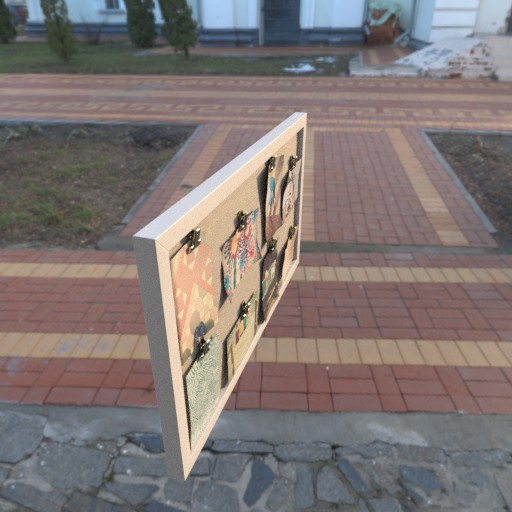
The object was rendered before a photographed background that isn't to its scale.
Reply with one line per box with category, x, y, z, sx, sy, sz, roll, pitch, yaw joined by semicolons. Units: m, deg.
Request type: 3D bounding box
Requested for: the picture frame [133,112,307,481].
picture frame;0.000;0.000;0.795;0.044;0.379;0.647;10;30;17
